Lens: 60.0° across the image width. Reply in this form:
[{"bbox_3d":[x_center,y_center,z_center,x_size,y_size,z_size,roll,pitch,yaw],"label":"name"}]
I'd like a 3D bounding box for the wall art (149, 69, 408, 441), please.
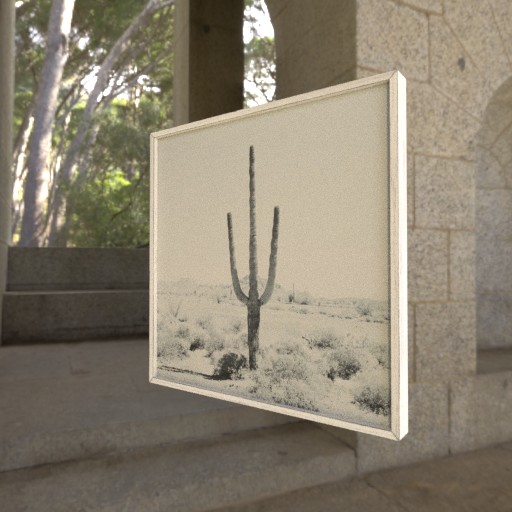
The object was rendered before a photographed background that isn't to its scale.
[{"bbox_3d":[0.000,0.000,0.770,0.508,0.508,0.038,-1,-1,36],"label":"wall art"}]
